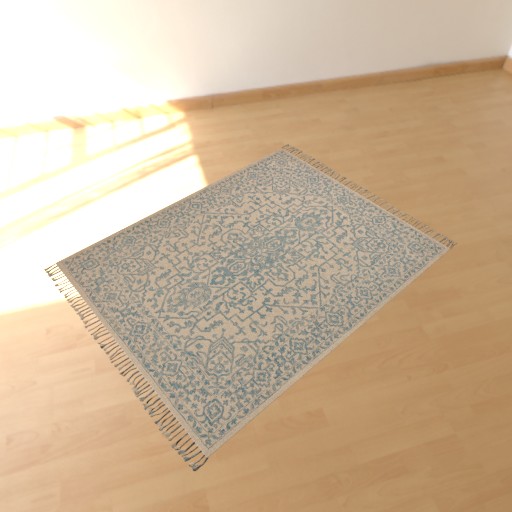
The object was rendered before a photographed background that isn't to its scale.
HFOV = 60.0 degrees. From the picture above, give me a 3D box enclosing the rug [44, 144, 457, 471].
[{"bbox_3d":[0.000,0.000,4.370,3.327,0.010,2.464,-33,54,-27],"label":"rug"}]
